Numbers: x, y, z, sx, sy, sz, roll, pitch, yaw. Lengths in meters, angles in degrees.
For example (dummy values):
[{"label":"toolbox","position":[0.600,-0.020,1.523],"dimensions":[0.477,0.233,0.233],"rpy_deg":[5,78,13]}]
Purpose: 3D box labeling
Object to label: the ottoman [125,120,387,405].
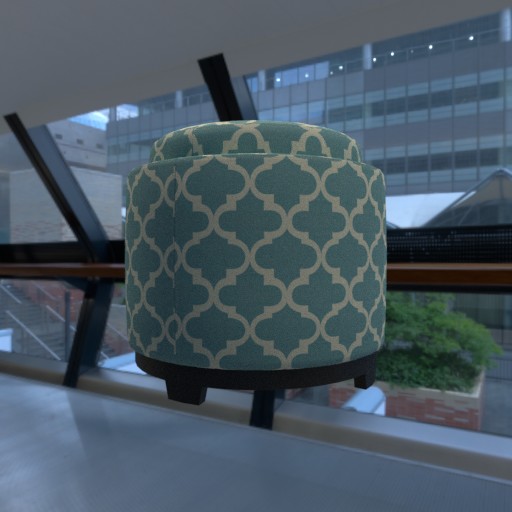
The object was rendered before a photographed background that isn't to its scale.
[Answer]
[{"label":"ottoman","position":[0.000,0.000,0.847],"dimensions":[0.480,0.429,0.480],"rpy_deg":[0,1,0]}]
